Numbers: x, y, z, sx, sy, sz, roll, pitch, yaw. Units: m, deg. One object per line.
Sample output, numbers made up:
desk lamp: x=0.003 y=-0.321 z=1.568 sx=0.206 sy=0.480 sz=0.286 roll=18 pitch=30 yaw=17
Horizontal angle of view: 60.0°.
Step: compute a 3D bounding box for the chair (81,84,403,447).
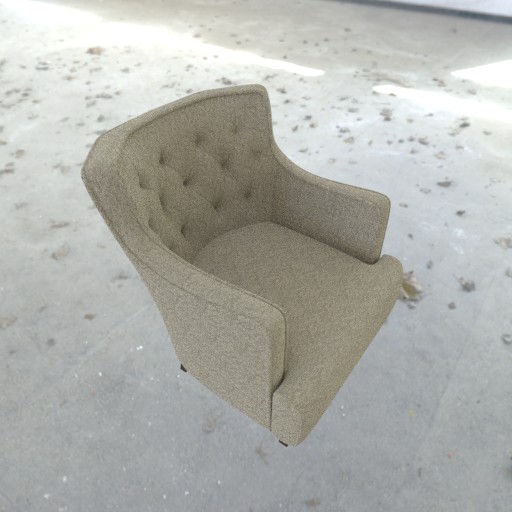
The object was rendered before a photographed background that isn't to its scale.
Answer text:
chair: x=0.000 y=0.000 z=1.632 sx=0.910 sy=0.920 sz=0.820 roll=25 pitch=46 yaw=27
